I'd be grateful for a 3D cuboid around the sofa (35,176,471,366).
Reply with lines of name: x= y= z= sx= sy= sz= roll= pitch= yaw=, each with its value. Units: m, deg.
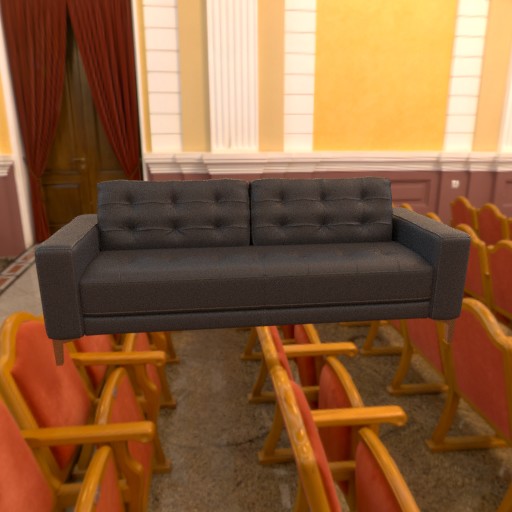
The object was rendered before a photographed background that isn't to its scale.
sofa: x=0.000 y=0.000 z=2.680 sx=2.275 sy=0.893 sz=0.833 roll=-2 pitch=17 yaw=-6
